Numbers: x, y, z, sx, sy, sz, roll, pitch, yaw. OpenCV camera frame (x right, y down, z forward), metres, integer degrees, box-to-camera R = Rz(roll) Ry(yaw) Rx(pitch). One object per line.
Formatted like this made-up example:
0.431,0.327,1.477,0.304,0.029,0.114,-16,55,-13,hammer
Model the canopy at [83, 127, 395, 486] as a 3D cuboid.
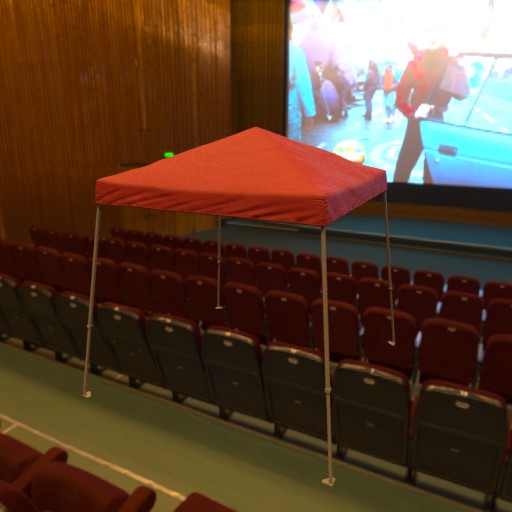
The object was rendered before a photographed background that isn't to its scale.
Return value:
0.000,0.000,6.438,3.600,3.600,3.599,8,18,26,canopy
